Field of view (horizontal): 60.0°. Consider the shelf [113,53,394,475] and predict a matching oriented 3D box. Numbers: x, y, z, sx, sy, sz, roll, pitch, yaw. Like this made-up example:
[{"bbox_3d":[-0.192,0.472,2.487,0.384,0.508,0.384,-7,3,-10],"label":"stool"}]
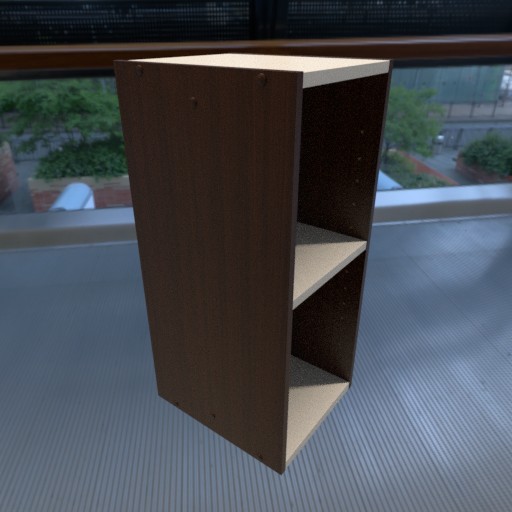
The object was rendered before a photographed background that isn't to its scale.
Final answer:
[{"bbox_3d":[0.000,0.000,0.740,0.290,0.600,0.253,19,33,32],"label":"shelf"}]
